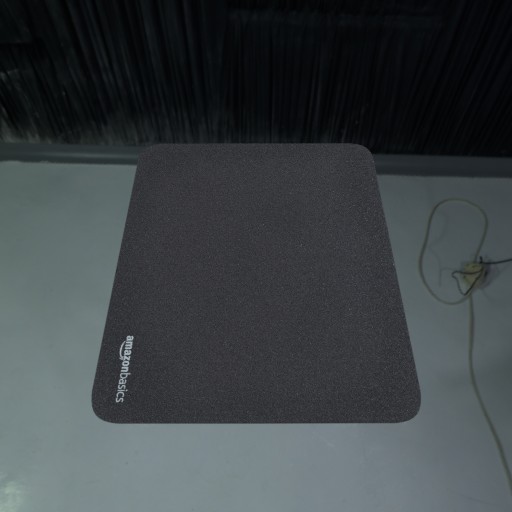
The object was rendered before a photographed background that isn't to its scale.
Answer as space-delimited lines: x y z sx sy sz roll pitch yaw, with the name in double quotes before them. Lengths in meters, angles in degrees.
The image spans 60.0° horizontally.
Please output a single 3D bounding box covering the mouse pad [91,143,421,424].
"mouse pad" 0.000 0.000 0.435 0.269 0.002 0.315 0 57 0
